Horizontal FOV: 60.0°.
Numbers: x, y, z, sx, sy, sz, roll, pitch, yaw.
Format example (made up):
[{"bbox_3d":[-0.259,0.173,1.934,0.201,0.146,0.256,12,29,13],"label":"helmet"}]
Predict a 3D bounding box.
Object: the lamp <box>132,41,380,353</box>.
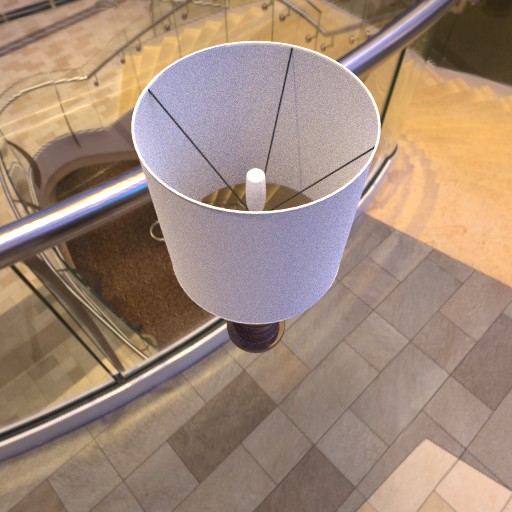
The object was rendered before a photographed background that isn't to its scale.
[{"bbox_3d":[0.000,0.000,0.569,0.208,0.455,0.208,0,58,0],"label":"lamp"}]
